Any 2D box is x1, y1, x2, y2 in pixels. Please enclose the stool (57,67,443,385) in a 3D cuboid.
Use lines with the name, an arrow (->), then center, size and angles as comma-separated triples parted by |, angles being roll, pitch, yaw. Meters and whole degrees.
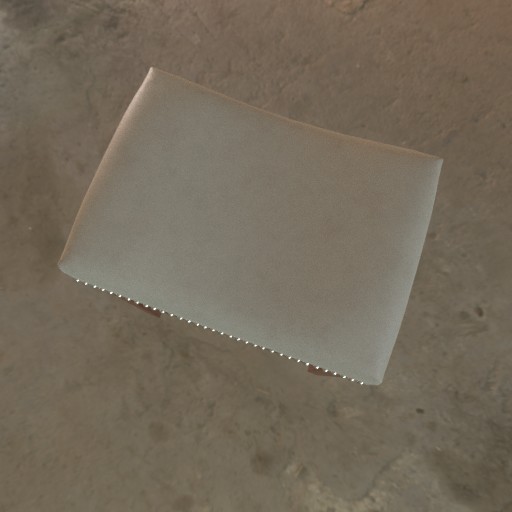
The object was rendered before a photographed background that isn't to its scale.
stool -> 0.000, 0.000, 0.947 | 0.509, 0.632, 0.375 | 19, 77, 5
